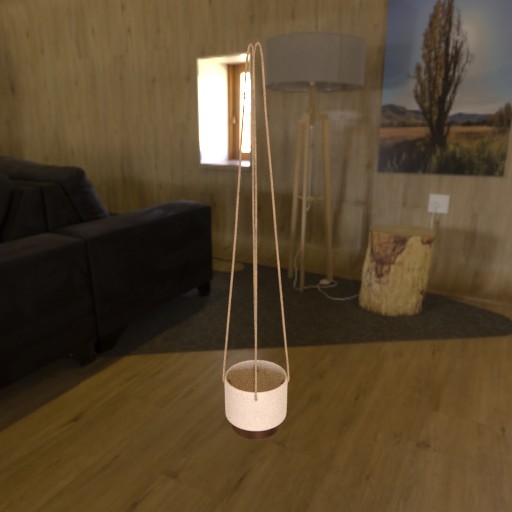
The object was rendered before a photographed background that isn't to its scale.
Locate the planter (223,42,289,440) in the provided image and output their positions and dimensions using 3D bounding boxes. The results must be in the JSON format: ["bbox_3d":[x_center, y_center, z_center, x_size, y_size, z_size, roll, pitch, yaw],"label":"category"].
[{"bbox_3d":[0.000,0.000,0.952,0.146,0.841,0.146,15,22,43],"label":"planter"}]
